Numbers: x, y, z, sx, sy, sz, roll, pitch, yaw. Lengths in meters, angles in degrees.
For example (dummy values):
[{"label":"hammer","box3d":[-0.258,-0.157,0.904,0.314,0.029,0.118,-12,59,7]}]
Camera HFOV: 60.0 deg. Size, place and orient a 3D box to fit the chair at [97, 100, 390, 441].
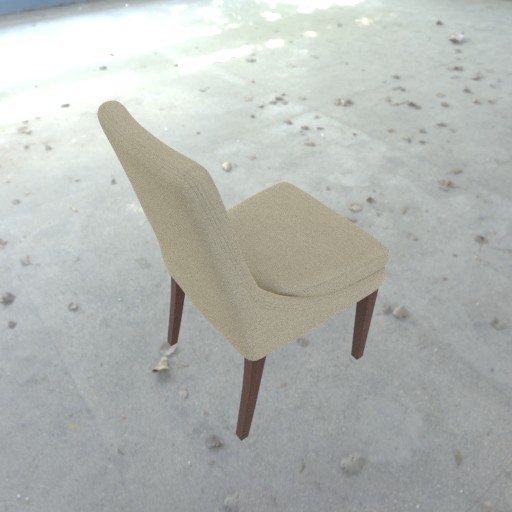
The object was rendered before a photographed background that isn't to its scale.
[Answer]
[{"label":"chair","box3d":[0.000,0.000,1.311,0.638,0.940,0.515,-26,47,-27]}]
